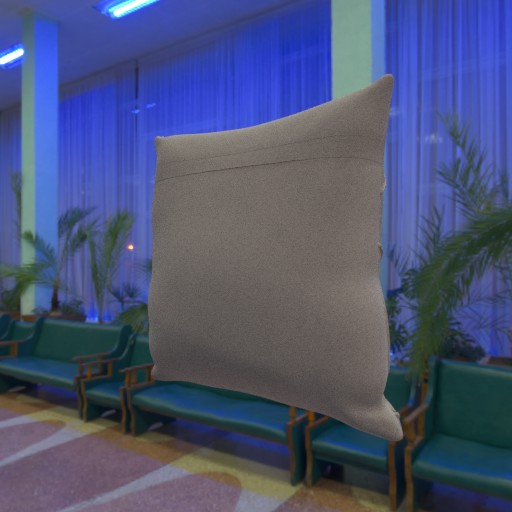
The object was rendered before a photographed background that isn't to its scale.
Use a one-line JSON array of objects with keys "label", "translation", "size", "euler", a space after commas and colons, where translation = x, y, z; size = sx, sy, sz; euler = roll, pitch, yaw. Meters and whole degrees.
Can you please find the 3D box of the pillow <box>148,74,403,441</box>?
[{"label": "pillow", "translation": [0.000, 0.000, 0.659], "size": [0.439, 0.440, 0.185], "euler": [0, -1, 36]}]
